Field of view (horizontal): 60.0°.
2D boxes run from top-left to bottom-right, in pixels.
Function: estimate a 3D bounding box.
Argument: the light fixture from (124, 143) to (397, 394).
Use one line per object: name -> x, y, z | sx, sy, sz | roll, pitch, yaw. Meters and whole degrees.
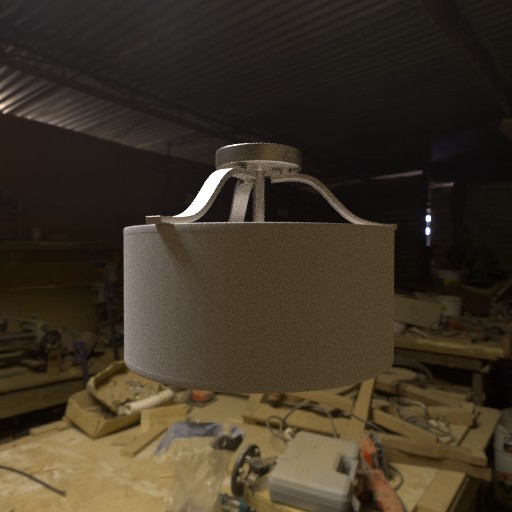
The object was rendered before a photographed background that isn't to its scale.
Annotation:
light fixture -> 0.000, 0.000, 0.650 | 0.395, 0.304, 0.395 | 0, 1, 0
